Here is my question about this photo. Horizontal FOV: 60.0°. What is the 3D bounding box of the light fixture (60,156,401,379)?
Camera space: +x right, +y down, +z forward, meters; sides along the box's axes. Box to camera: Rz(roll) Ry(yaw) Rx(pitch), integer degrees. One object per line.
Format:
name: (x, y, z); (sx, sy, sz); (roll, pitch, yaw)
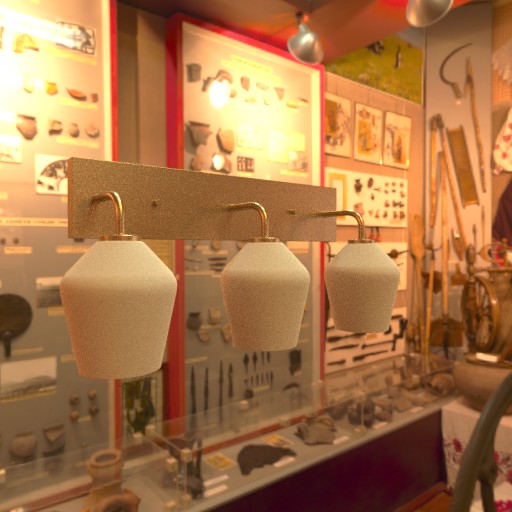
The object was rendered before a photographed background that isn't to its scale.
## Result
light fixture: (0.000, 0.000, 0.722); (0.609, 0.280, 0.190); (-1, 1, -37)
